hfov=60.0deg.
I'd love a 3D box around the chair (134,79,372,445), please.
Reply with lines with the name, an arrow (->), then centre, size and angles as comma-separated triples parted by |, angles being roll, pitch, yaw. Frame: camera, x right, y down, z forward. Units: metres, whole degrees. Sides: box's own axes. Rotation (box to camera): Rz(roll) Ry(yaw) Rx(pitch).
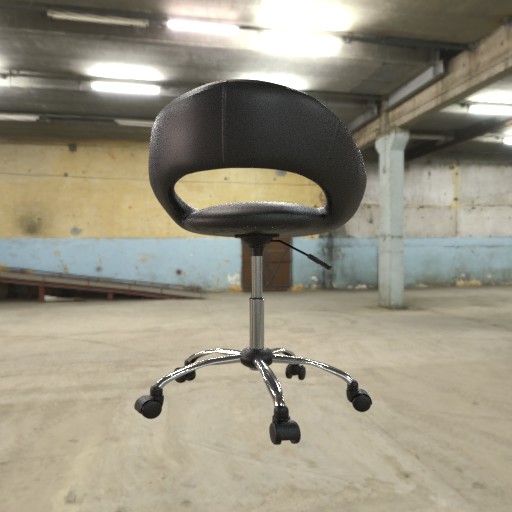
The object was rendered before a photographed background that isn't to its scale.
chair -> 0.000, 0.000, 1.206 | 0.612, 0.791, 0.538 | 0, 0, 17
